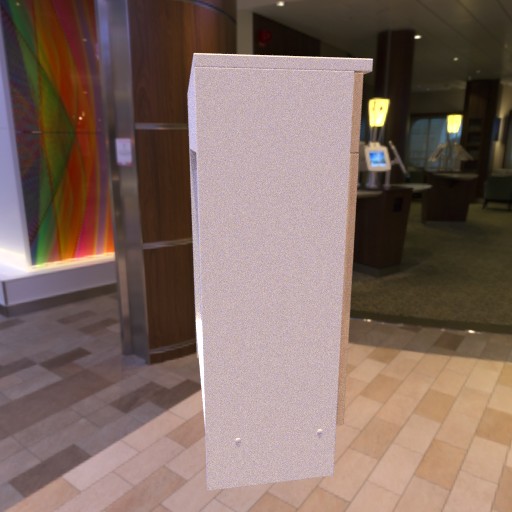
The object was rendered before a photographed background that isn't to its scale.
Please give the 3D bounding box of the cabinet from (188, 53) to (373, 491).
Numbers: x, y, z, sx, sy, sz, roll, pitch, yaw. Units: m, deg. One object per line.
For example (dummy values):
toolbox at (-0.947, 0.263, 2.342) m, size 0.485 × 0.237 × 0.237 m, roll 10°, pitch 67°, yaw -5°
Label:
cabinet at (0.000, 0.000, 1.100) m, size 0.296 × 0.815 × 0.600 m, roll -2°, pitch 15°, yaw -9°
